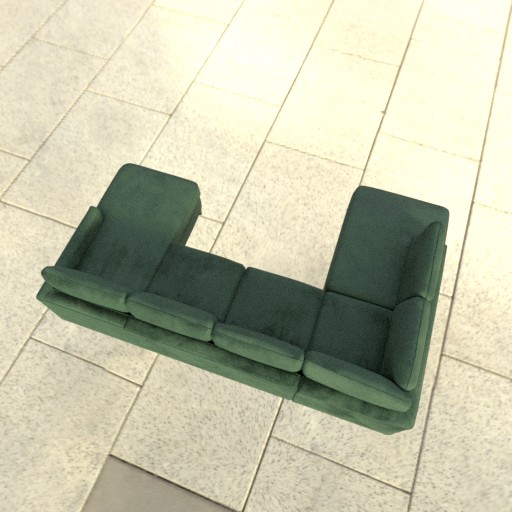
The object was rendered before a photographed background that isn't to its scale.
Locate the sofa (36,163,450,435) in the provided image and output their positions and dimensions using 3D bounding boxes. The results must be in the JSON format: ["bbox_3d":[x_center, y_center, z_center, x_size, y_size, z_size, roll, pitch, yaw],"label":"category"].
[{"bbox_3d":[0.000,0.000,3.779,2.994,0.861,1.992,17,65,8],"label":"sofa"}]
